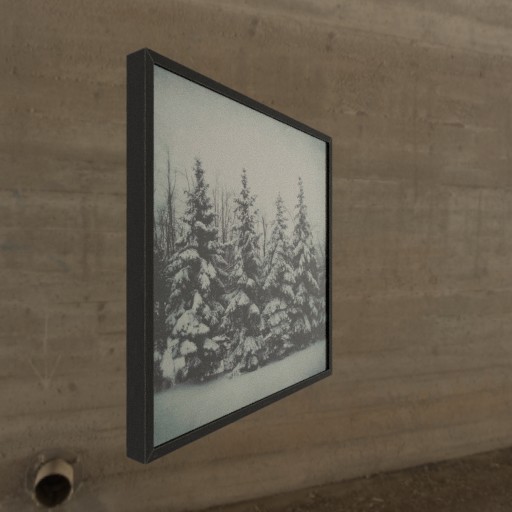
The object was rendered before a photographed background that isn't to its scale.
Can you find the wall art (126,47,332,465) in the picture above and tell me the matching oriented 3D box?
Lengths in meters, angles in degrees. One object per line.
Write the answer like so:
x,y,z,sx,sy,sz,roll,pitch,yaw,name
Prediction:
0.000,0.000,0.751,0.036,0.506,0.506,0,0,36,wall art
